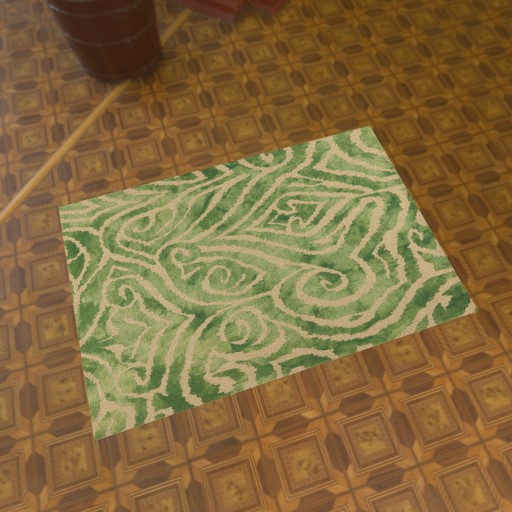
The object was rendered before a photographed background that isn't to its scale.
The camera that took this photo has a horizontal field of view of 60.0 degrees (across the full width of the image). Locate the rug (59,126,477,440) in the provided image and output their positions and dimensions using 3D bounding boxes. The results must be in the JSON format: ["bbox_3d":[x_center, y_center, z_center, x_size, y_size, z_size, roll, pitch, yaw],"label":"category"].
[{"bbox_3d":[0.000,0.000,2.246,1.826,0.006,1.220,-16,64,-8],"label":"rug"}]
